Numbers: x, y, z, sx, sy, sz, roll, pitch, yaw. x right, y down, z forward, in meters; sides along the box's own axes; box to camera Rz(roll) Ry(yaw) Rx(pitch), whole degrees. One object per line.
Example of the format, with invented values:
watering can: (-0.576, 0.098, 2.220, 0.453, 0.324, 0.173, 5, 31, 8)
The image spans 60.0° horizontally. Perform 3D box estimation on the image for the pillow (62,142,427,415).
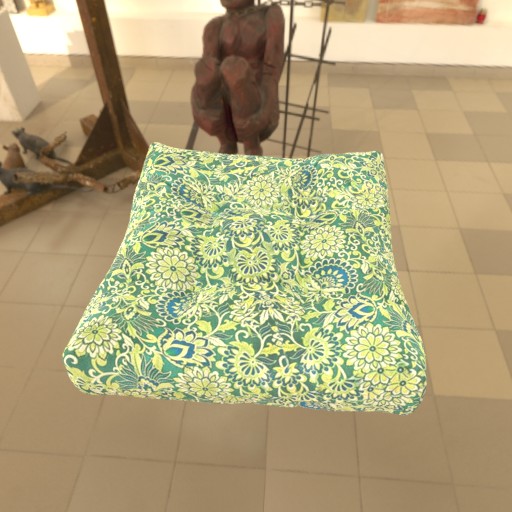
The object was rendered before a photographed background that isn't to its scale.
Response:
pillow: (0.000, 0.000, 0.722, 0.468, 0.128, 0.490, 3, 47, 3)
